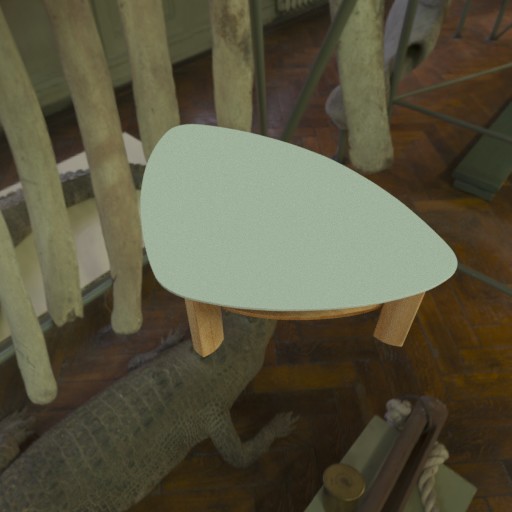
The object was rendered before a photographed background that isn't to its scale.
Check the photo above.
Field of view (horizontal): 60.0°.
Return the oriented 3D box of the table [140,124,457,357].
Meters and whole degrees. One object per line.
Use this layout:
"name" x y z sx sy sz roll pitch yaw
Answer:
"table" 0.000 0.000 1.661 1.250 0.440 0.850 32 54 27
